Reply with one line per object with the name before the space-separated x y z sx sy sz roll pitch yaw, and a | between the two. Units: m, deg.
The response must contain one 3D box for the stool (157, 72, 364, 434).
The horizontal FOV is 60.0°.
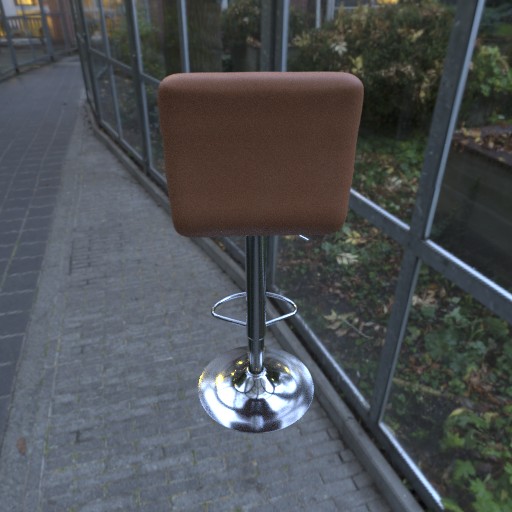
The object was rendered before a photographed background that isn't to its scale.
stool | 0.000 0.000 1.359 0.430 1.115 0.505 -1 31 -2
